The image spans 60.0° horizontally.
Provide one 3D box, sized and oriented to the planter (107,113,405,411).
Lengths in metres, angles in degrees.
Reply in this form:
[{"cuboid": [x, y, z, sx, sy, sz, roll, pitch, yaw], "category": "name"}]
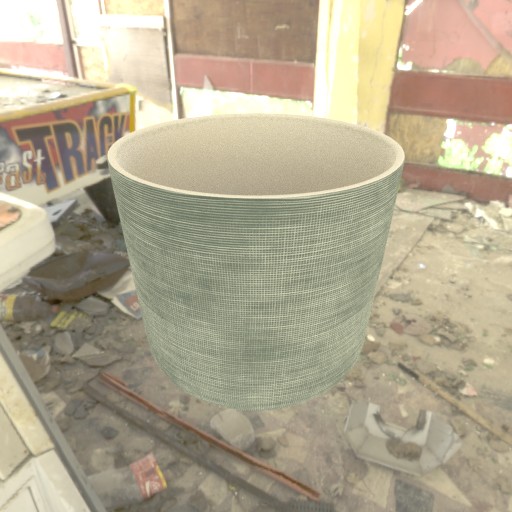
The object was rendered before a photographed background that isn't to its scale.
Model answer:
[{"cuboid": [0.000, 0.000, 0.779, 0.440, 0.398, 0.440, 0, 30, 0], "category": "planter"}]
